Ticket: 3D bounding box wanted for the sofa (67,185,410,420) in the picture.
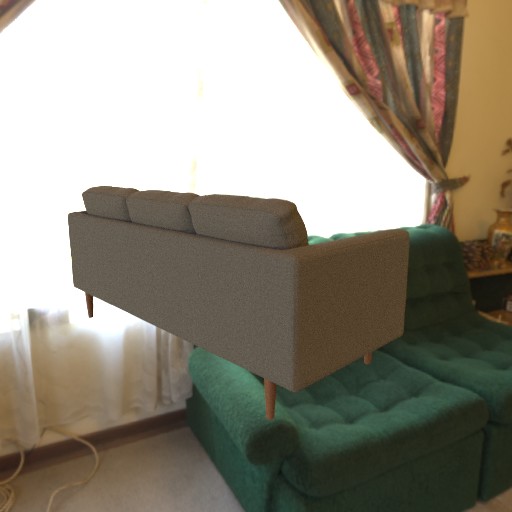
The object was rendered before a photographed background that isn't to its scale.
[{"bbox_3d":[0.000,0.000,2.851,1.591,0.897,2.031,-11,16,-43],"label":"sofa"}]
